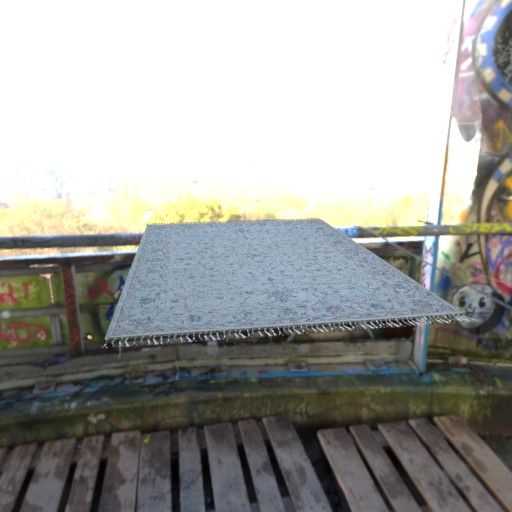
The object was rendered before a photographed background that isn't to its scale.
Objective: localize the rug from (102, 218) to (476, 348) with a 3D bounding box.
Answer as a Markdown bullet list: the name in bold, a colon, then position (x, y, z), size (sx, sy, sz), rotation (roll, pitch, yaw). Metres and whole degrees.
- **rug**: position (0.000, 0.000, 2.265), size (1.247, 0.008, 1.802), rotation (-3, 16, -9)
